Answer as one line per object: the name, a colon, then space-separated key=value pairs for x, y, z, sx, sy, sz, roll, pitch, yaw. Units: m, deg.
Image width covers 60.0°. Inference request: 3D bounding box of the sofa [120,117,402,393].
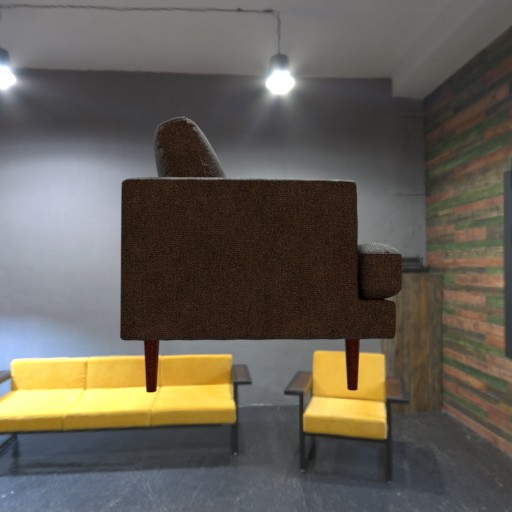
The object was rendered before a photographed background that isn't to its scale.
sofa: x=0.000 y=0.000 z=2.164 sx=0.903 sy=0.956 sz=1.582 roll=0 pitch=-1 yaw=-2
